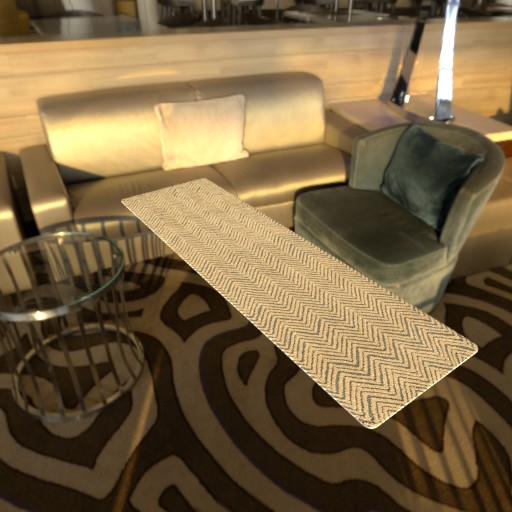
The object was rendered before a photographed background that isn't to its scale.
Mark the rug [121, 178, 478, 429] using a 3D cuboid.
[{"bbox_3d":[0.000,0.000,2.477,0.686,0.008,2.286,-21,38,-30],"label":"rug"}]
